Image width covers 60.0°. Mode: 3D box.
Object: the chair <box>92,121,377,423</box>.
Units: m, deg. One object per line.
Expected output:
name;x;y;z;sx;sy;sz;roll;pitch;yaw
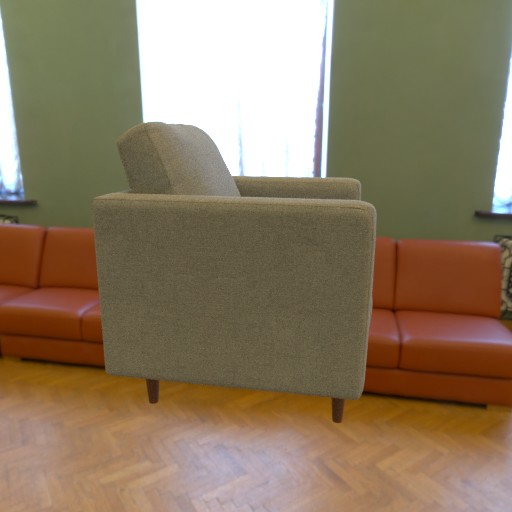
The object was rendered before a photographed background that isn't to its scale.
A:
chair;0.000;0.000;1.607;0.800;0.927;0.855;3;15;10
